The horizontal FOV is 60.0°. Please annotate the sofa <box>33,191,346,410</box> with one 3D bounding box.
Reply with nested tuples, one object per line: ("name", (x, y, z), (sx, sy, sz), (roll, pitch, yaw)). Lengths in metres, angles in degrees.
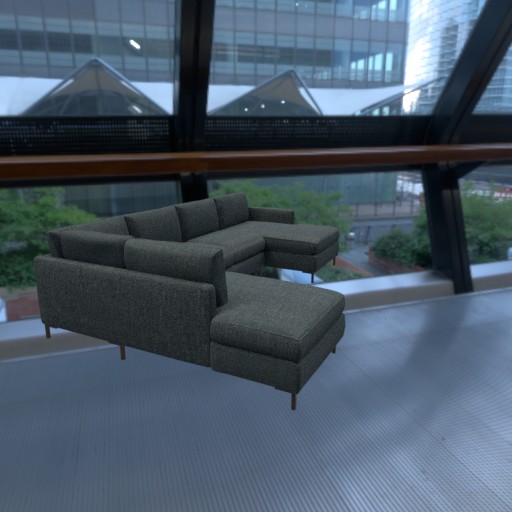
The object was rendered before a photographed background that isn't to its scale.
("sofa", (0.000, 0.000, 3.634), (1.879, 0.753, 2.737), (7, 16, 26))
